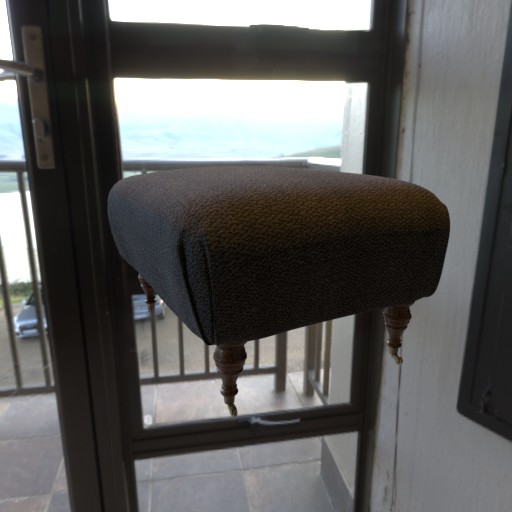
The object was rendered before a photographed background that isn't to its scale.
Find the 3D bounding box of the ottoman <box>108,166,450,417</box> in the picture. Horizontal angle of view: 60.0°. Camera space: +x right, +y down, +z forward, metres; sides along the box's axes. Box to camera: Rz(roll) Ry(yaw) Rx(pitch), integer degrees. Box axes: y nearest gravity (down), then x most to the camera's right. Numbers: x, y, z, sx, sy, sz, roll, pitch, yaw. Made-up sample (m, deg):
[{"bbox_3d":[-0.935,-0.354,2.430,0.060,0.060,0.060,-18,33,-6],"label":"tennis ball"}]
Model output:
[{"bbox_3d":[0.000,0.000,1.147,0.622,0.450,0.747,-8,17,-27],"label":"ottoman"}]
